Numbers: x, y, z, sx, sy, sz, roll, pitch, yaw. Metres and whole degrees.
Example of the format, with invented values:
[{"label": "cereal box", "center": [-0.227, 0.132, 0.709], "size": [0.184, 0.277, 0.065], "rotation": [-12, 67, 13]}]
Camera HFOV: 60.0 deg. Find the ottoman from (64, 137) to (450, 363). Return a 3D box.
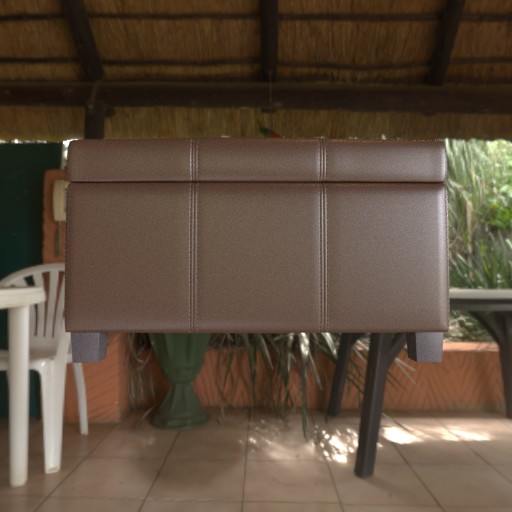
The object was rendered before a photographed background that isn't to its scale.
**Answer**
[{"label": "ottoman", "center": [0.000, 0.000, 1.273], "size": [0.787, 0.460, 0.788], "rotation": [0, -2, 0]}]
